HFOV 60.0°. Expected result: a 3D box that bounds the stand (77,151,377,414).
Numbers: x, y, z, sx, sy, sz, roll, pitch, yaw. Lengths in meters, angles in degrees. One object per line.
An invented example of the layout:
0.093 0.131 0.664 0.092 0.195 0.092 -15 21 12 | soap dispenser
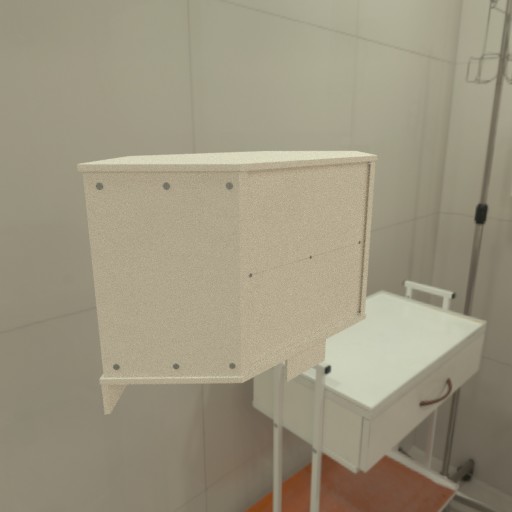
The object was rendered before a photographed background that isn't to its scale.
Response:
0.000 0.000 1.387 1.072 0.614 0.477 -15 21 -43 | stand
